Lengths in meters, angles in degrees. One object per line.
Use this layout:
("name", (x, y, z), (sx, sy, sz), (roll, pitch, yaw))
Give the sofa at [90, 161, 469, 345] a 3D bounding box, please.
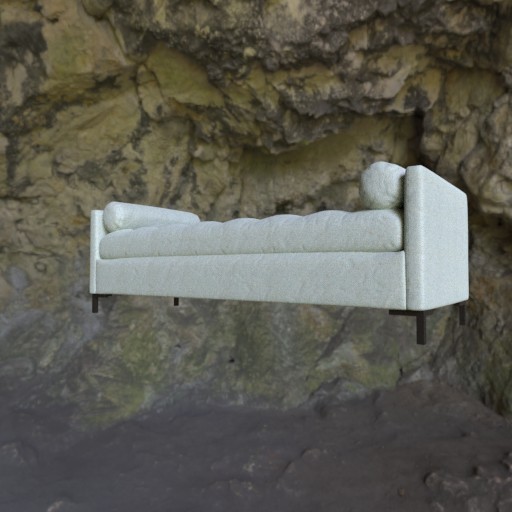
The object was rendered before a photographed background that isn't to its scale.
("sofa", (0.000, 0.000, 2.521), (2.102, 0.705, 0.796), (-1, -2, 36))
